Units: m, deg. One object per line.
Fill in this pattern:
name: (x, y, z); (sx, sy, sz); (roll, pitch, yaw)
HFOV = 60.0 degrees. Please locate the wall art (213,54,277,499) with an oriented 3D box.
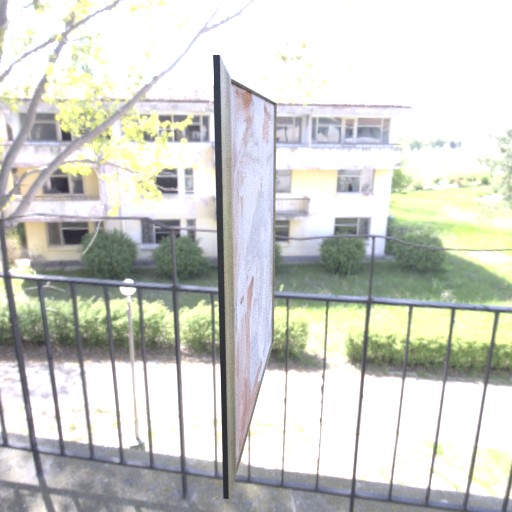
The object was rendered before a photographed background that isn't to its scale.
wall art: (0.000, 0.000, 0.891); (0.018, 0.660, 0.559); (2, 16, 9)
